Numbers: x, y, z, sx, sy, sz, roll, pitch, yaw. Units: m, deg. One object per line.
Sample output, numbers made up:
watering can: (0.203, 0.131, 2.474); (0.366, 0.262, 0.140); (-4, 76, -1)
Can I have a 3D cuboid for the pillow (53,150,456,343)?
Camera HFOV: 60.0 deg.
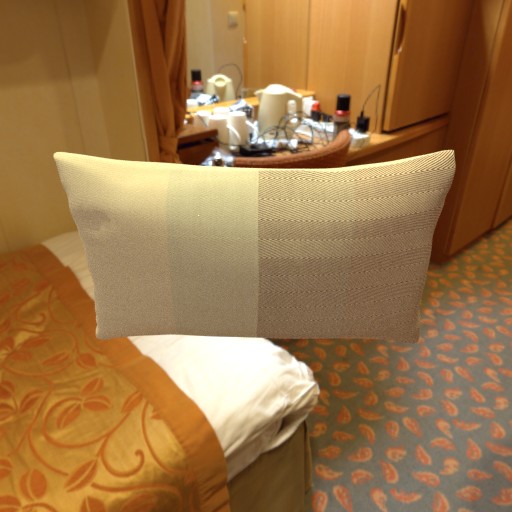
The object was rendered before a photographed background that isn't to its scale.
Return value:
pillow: (0.000, 0.000, 0.623); (0.506, 0.305, 0.139); (1, 30, 1)
